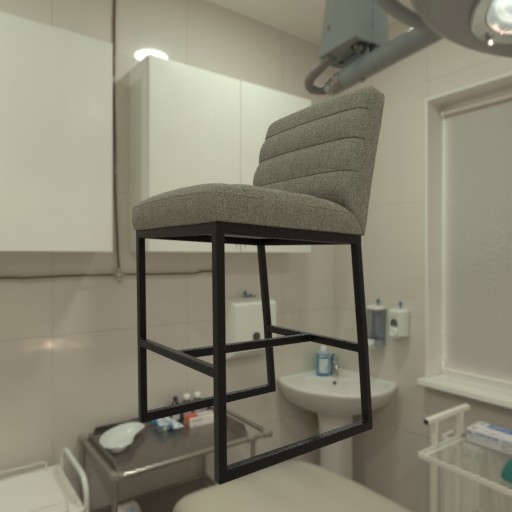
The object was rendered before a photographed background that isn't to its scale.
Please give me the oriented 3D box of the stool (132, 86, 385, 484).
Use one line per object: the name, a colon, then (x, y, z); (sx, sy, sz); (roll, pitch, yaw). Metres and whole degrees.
stool: (0.000, 0.000, 1.237); (0.560, 0.940, 0.460); (0, 0, -37)
